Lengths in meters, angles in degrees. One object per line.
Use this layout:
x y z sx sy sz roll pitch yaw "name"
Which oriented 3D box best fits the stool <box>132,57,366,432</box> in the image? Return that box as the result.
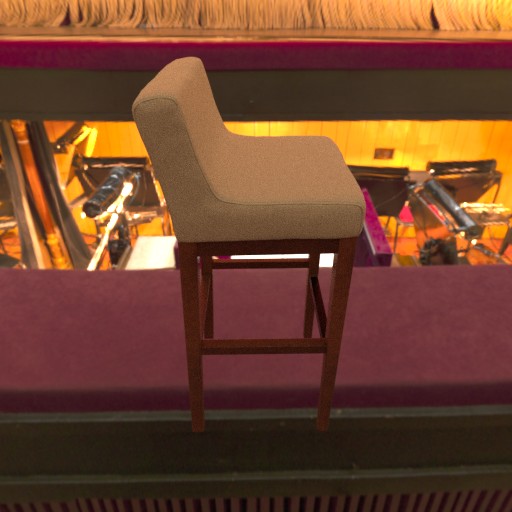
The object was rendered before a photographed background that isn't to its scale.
0.000 0.000 1.324 0.500 1.037 0.511 0 32 -1 "stool"
